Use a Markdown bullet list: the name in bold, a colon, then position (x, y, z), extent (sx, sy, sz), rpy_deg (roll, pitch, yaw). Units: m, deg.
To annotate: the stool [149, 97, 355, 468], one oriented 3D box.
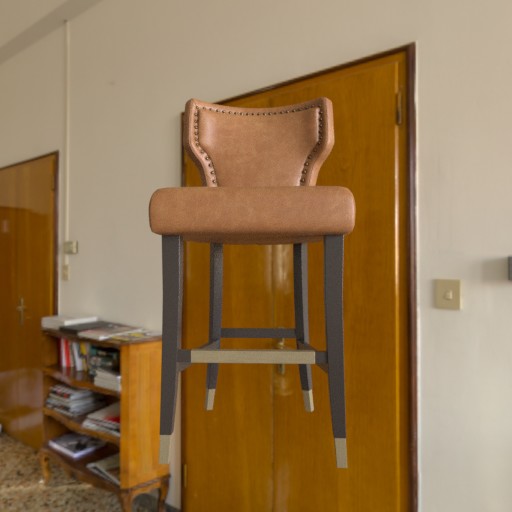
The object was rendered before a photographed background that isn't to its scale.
- **stool**: position (0.000, 0.000, 1.365), extent (0.526, 1.092, 0.563), rpy_deg (0, -1, 3)
